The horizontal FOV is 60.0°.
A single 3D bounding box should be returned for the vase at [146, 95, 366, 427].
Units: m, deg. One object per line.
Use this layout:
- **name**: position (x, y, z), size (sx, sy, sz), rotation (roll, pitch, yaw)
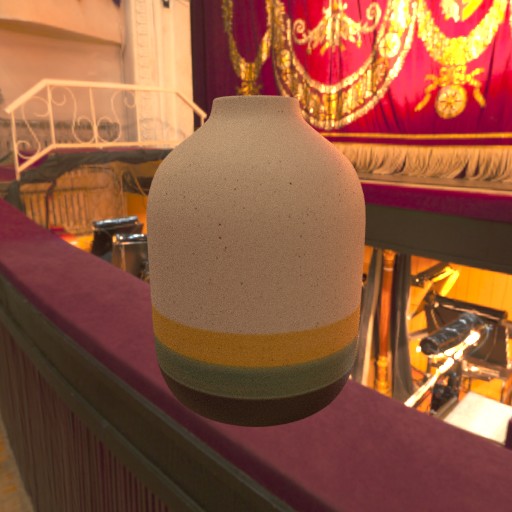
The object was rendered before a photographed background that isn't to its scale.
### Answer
- **vase**: position (0.000, 0.000, 0.359), size (0.169, 0.240, 0.169), rotation (0, 15, 0)
